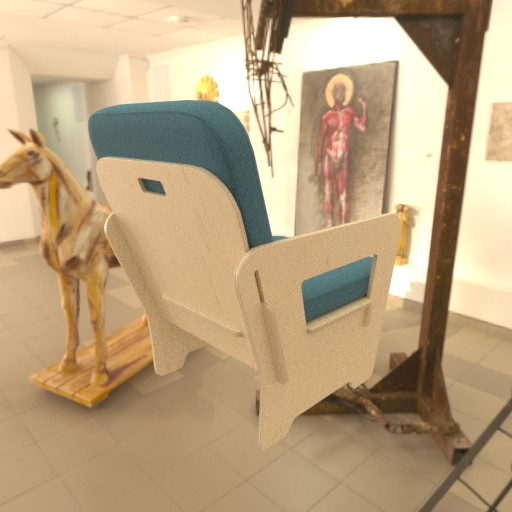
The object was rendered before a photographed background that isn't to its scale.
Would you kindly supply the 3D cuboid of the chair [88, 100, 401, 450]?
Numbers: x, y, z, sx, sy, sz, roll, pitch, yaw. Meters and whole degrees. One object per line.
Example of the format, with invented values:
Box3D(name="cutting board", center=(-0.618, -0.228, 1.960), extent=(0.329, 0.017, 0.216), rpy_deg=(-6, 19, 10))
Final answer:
Box3D(name="chair", center=(0.000, 0.000, 1.164), extent=(0.657, 0.747, 0.547), rpy_deg=(-15, 22, -42))
